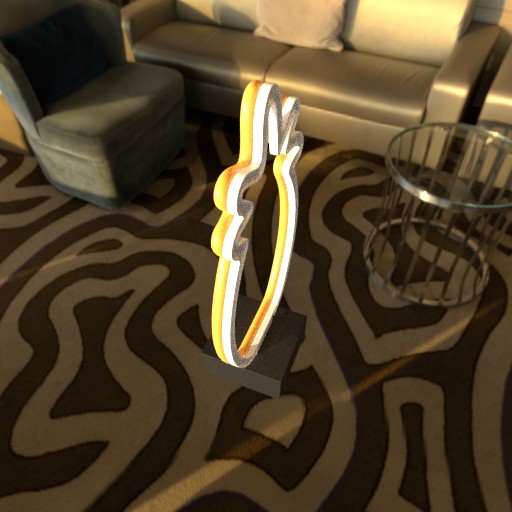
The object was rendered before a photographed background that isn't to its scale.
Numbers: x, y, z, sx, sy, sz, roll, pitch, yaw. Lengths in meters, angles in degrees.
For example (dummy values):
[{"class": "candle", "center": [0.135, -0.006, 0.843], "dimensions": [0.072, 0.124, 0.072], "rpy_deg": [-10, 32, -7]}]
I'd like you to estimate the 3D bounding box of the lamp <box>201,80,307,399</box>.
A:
[{"class": "lamp", "center": [0.000, 0.000, 0.392], "dimensions": [0.088, 0.317, 0.167], "rpy_deg": [16, 48, 15]}]
